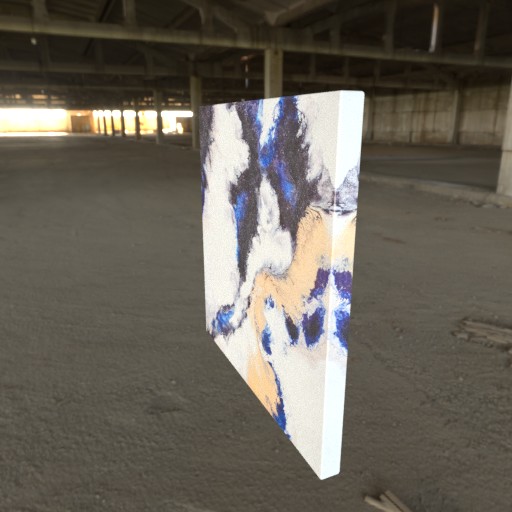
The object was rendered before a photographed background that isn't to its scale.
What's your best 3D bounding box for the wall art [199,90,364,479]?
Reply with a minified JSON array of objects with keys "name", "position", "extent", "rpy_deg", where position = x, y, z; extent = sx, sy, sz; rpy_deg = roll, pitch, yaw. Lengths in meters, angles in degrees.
[{"name":"wall art","position":[0.000,0.000,0.922],"extent":[0.039,0.609,0.609],"rpy_deg":[-7,18,-23]}]
